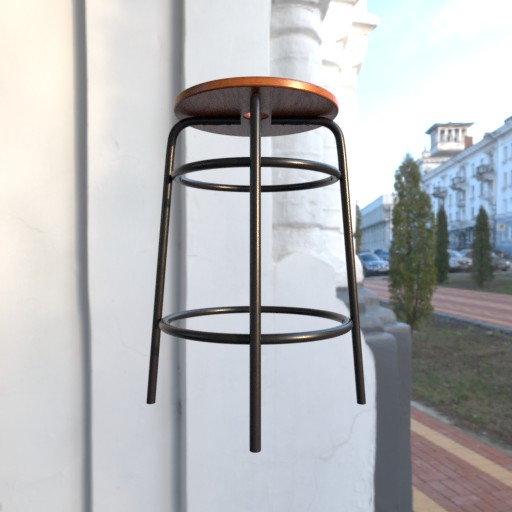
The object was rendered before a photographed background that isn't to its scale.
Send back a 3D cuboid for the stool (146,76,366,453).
[{"bbox_3d":[0.000,0.000,0.916,0.455,0.610,0.455,0,1,0],"label":"stool"}]
